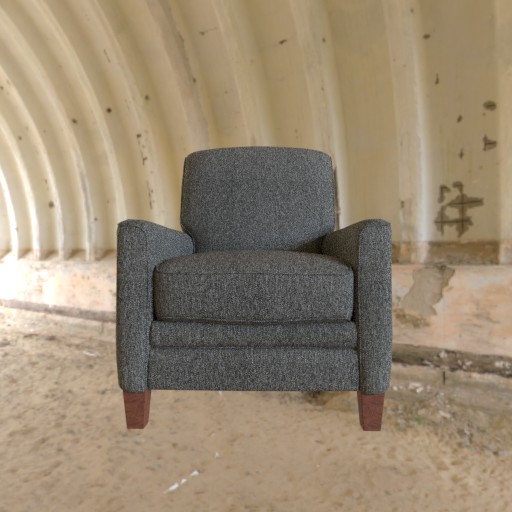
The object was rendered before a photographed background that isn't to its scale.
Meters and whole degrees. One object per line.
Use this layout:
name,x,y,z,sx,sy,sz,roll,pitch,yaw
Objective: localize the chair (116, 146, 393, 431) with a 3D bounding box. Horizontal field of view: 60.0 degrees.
chair,0.000,0.000,1.664,0.848,1.014,0.864,0,0,1
